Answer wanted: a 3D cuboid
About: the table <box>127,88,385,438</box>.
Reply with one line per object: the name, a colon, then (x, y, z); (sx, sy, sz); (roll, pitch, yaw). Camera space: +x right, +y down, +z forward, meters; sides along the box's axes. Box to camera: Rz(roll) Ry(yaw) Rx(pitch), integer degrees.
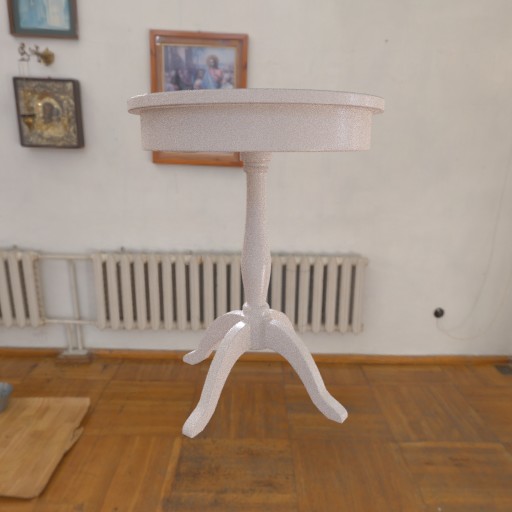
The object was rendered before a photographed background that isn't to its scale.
table: (0.000, 0.000, 0.995); (0.513, 0.653, 0.513); (0, 14, 0)
